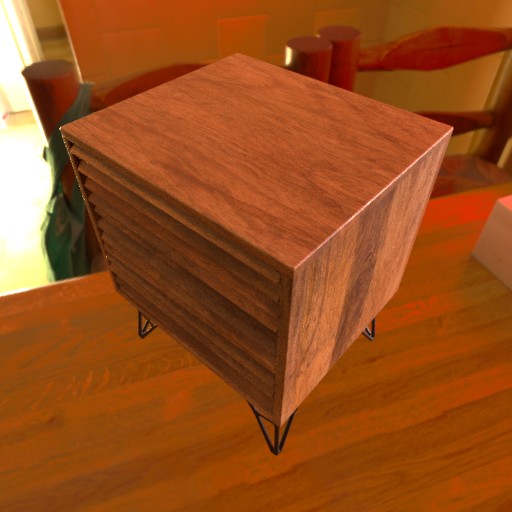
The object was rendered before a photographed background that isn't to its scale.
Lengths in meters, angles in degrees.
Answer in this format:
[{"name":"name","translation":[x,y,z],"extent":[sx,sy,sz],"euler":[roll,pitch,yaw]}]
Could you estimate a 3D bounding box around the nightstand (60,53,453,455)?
[{"name":"nightstand","translation":[0.000,0.000,0.878],"extent":[0.457,0.559,0.406],"euler":[32,53,28]}]
